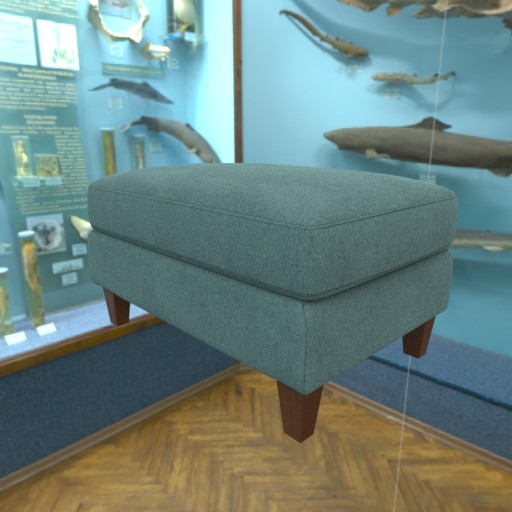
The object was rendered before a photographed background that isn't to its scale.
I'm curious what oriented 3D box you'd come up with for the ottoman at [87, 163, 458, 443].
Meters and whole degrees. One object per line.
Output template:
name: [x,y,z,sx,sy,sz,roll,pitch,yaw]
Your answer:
ottoman: [0.000,0.000,1.208,0.584,0.483,0.864,-14,21,-42]
